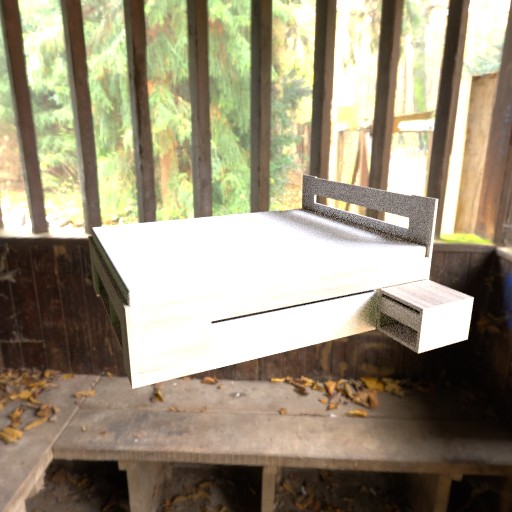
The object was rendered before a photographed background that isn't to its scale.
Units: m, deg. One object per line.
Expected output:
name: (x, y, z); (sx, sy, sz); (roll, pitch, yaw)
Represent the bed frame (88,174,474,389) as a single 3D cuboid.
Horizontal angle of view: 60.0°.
bed frame: (0.000, 0.000, 3.167); (2.050, 0.860, 2.040); (-8, 18, -25)
